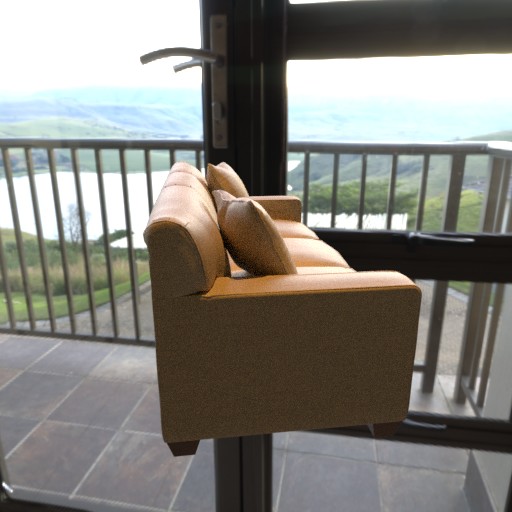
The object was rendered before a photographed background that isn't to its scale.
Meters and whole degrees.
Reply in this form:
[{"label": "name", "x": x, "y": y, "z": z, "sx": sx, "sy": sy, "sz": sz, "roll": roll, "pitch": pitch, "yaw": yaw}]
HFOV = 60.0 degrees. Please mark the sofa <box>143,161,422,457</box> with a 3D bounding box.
[{"label": "sofa", "x": 0.000, "y": 0.000, "z": 2.508, "sx": 0.997, "sy": 0.958, "sz": 2.024, "roll": -2, "pitch": 17, "yaw": -7}]
